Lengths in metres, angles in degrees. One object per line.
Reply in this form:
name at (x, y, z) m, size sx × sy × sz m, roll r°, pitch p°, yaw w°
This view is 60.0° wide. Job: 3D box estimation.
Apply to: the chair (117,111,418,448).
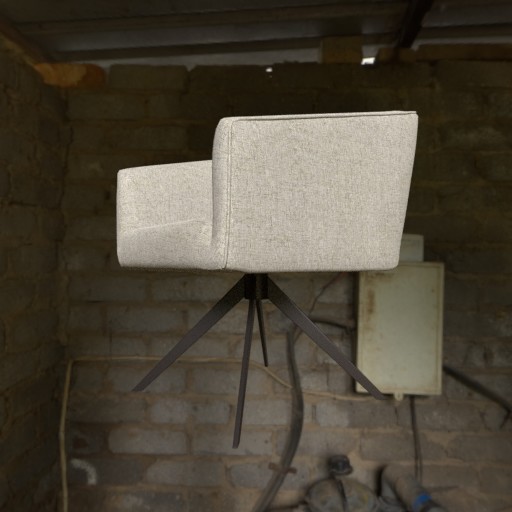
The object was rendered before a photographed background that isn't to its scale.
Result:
chair at (0.000, 0.000, 1.220) m, size 0.623 × 0.760 × 0.628 m, roll 1°, pitch -1°, yaw -36°
